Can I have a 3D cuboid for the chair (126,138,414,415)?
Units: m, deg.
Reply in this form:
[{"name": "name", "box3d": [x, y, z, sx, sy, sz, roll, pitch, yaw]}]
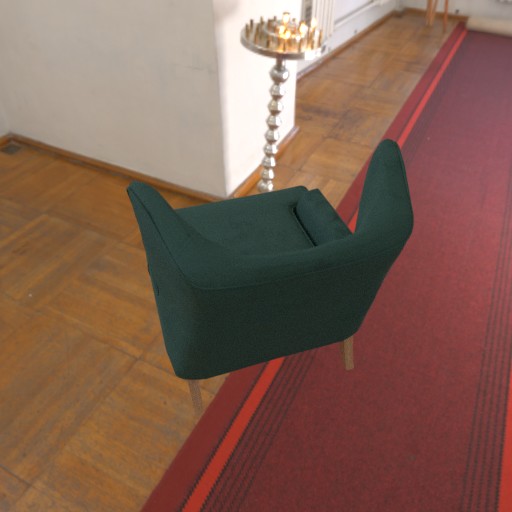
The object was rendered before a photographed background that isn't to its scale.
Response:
[{"name": "chair", "box3d": [0.000, 0.000, 1.636, 0.793, 0.952, 0.910, -12, 44, -13]}]
